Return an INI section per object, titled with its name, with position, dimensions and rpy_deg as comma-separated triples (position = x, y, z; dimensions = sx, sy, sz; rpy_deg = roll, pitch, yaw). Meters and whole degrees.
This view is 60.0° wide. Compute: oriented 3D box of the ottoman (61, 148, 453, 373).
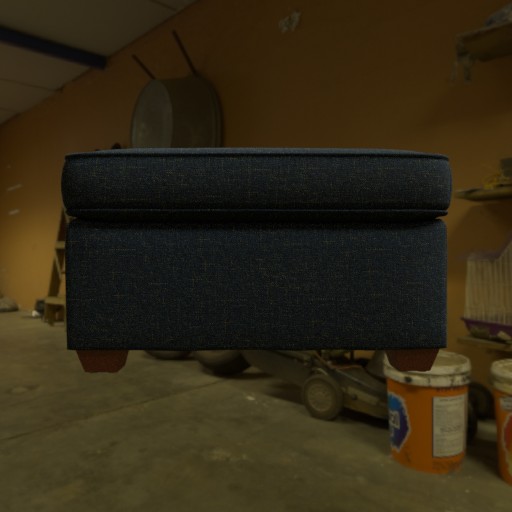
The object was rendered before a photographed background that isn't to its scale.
[ottoman]
position = 0.000, 0.000, 1.068
dimensions = 0.749, 0.450, 0.549
rpy_deg = 0, 0, -1
